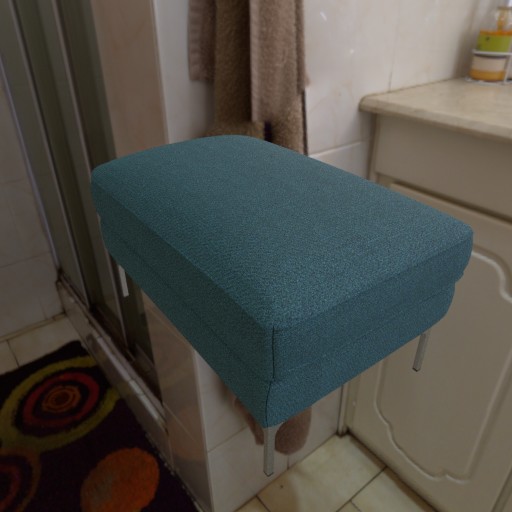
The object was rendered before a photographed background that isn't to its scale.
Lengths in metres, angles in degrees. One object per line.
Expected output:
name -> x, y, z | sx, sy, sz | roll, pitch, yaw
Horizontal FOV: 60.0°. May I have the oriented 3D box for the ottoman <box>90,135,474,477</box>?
ottoman -> 0.000, 0.000, 1.165 | 0.563, 0.498, 0.856 | -21, 37, -31
